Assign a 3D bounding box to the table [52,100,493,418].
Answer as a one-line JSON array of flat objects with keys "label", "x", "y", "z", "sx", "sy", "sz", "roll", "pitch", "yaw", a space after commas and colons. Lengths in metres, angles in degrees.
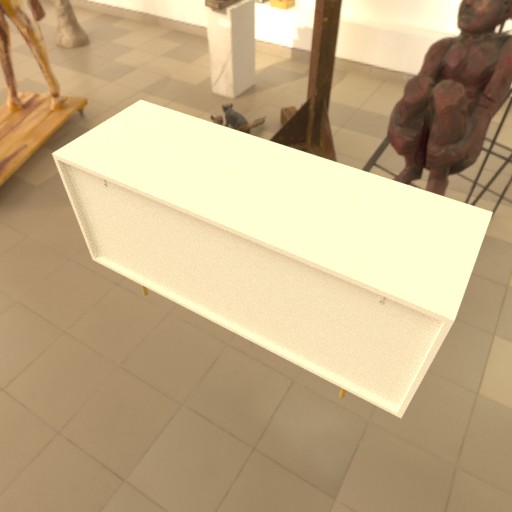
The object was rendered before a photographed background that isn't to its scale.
[{"label": "table", "x": 0.000, "y": 0.000, "z": 1.840, "sx": 1.500, "sy": 0.769, "sz": 0.508, "roll": 23, "pitch": 50, "yaw": 21}]
